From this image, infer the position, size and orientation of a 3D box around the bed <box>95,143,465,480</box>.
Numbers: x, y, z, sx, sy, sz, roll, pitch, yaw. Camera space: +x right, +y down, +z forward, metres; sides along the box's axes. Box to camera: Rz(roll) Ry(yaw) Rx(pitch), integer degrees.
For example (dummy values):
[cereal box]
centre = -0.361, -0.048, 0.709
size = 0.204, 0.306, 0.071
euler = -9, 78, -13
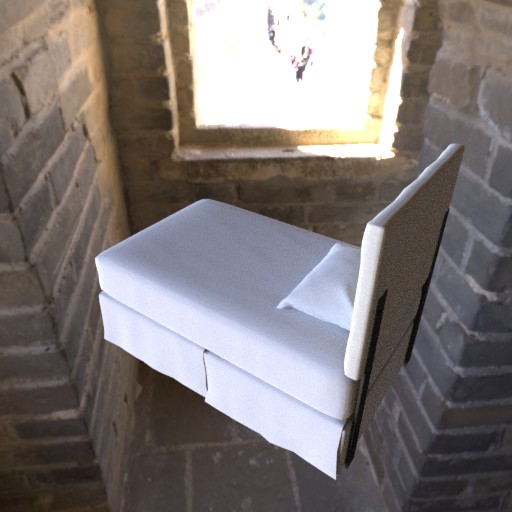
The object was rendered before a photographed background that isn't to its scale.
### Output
[bed]
centre = 0.000, 0.000, 2.893
size = 1.997, 1.571, 1.261
euler = 21, 38, 29
